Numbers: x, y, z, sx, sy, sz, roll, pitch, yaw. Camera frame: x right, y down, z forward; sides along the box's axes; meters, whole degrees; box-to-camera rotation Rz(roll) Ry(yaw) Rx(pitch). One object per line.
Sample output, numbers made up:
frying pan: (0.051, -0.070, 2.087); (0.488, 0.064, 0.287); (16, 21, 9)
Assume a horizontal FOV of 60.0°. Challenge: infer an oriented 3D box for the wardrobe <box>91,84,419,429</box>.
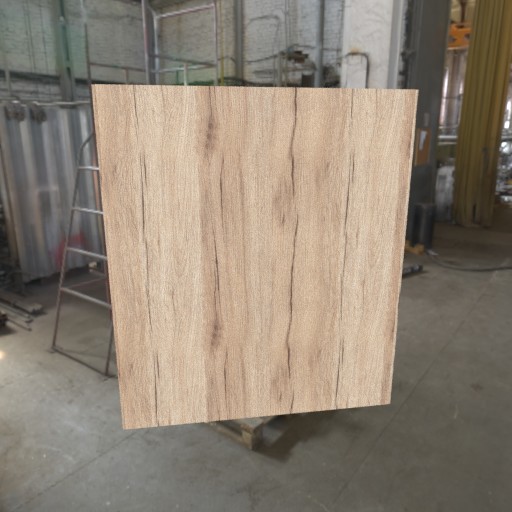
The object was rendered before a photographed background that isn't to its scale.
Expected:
wardrobe: (0.000, 0.000, 2.969); (1.810, 2.070, 0.580); (-2, 16, -9)
